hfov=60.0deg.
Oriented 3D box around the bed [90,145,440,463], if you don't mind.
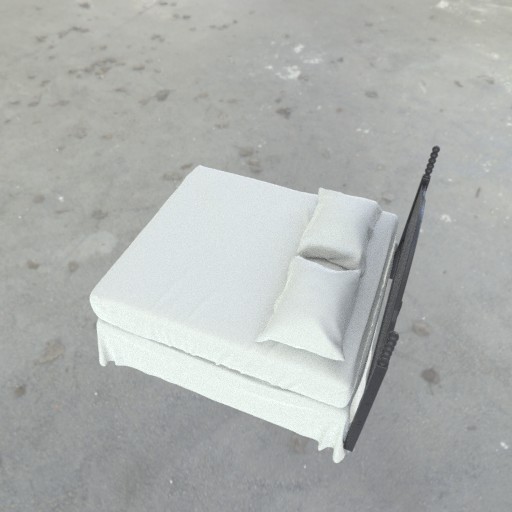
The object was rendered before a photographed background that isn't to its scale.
[{"bbox_3d":[0.000,0.000,3.211,2.040,1.356,1.873,17,49,15],"label":"bed"}]
